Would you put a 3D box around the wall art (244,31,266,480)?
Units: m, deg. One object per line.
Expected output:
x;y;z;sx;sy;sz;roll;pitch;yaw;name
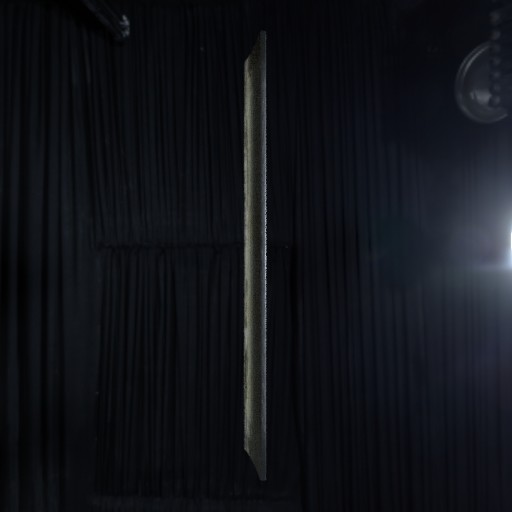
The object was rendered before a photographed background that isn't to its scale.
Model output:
0.000;0.000;0.641;0.023;0.457;0.381;0;0;1;wall art
